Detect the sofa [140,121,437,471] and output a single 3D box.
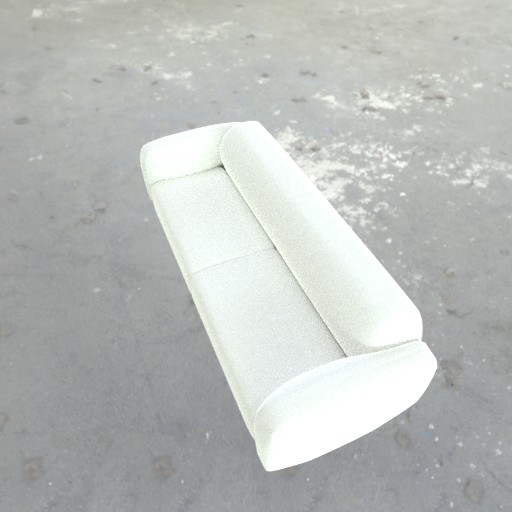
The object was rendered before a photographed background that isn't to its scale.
[{"bbox_3d":[0.000,0.000,2.656,0.870,0.780,2.280,-17,49,-16],"label":"sofa"}]
